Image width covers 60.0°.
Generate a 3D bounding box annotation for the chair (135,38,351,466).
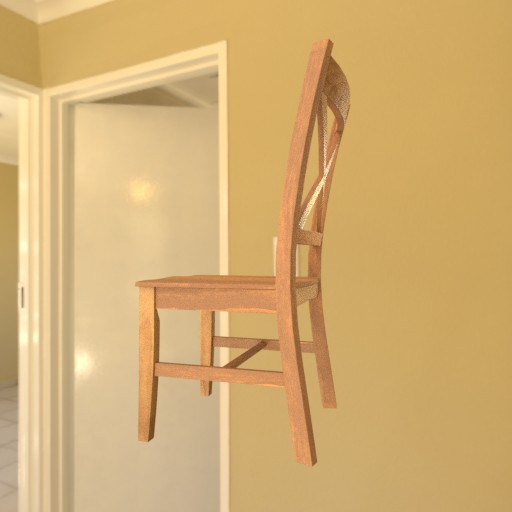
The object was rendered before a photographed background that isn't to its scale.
[{"bbox_3d":[0.000,0.000,1.305,0.542,0.983,0.485,0,0,17],"label":"chair"}]
